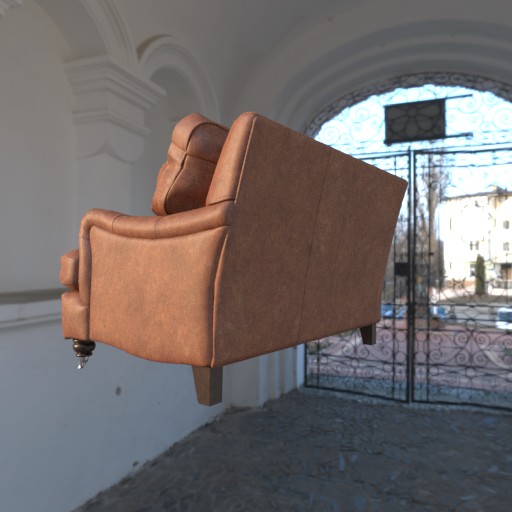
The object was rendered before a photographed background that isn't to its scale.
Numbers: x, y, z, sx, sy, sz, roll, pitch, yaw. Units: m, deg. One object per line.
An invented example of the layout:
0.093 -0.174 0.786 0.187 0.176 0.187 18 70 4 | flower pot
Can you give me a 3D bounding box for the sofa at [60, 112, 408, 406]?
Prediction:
0.000 0.000 2.211 1.077 1.004 1.527 -1 -1 37 | sofa
